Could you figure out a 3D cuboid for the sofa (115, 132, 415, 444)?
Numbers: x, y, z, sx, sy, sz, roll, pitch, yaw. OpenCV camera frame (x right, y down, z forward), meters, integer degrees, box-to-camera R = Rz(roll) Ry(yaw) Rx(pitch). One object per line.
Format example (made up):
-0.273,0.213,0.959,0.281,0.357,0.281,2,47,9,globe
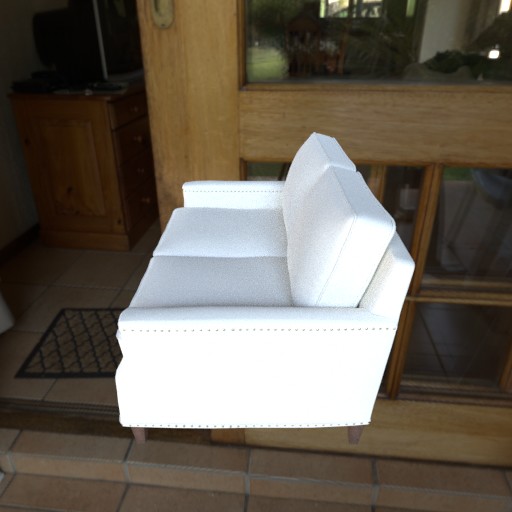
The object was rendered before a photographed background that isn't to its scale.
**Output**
0.000,0.000,2.283,1.084,1.003,1.597,0,27,0,sofa
